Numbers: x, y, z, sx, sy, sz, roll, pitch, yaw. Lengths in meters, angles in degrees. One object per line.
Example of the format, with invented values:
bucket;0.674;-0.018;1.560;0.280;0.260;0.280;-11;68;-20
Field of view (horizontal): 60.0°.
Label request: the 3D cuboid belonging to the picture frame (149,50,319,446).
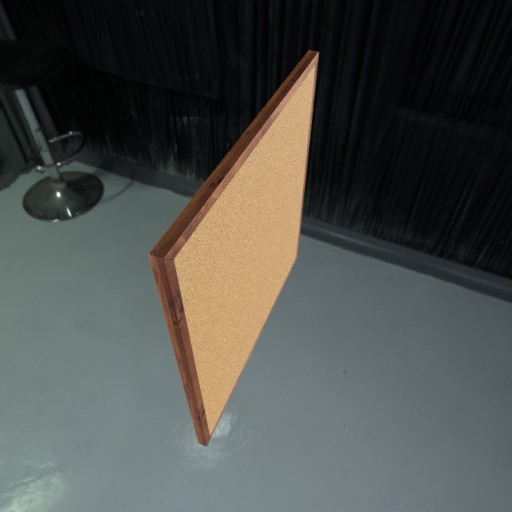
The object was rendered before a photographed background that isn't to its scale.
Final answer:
picture frame;0.000;0.000;1.241;0.029;0.817;0.810;17;50;15
